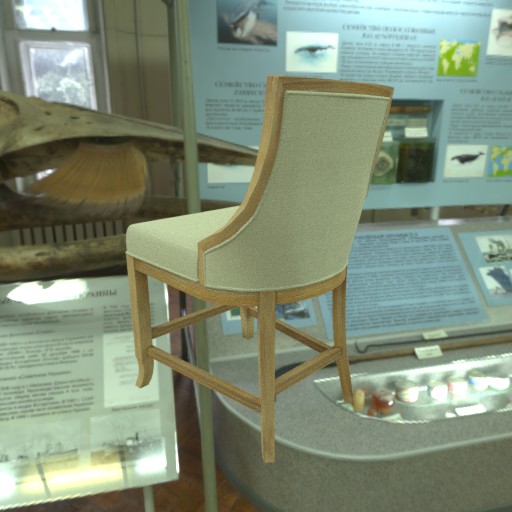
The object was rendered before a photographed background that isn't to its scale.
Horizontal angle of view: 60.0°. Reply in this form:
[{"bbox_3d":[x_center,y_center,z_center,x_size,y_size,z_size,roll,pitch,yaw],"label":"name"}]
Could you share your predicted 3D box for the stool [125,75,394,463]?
[{"bbox_3d":[0.000,0.000,1.314,0.524,0.938,0.626,-16,23,-42],"label":"stool"}]
